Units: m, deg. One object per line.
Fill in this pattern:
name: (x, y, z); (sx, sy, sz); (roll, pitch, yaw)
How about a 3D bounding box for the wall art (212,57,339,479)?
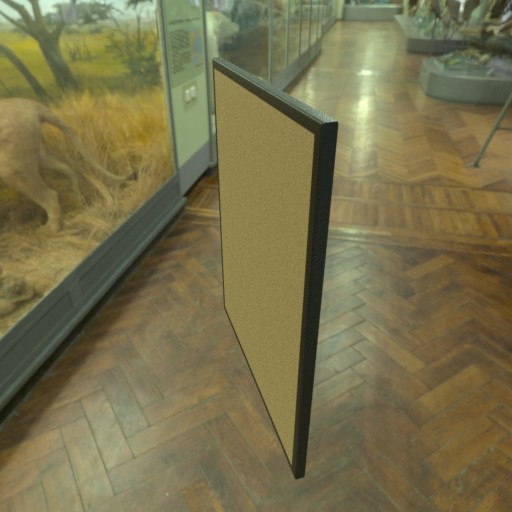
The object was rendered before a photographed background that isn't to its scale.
wall art: (0.000, 0.000, 0.776); (0.018, 0.582, 0.481); (-9, 33, -15)
